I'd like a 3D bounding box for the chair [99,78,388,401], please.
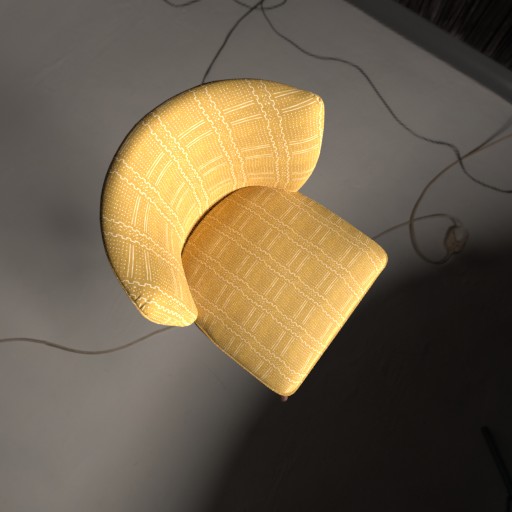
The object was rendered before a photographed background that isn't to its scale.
[{"bbox_3d":[0.000,0.000,1.448,0.758,0.866,0.706,36,78,9],"label":"chair"}]
